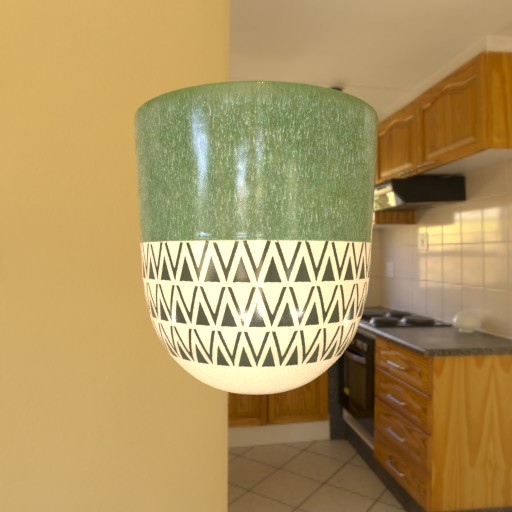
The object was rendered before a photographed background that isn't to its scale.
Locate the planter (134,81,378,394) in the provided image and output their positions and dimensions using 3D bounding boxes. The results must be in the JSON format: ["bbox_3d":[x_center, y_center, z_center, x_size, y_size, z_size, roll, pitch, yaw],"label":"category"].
[{"bbox_3d":[0.000,0.000,0.367,0.195,0.214,0.195,0,0,0],"label":"planter"}]
